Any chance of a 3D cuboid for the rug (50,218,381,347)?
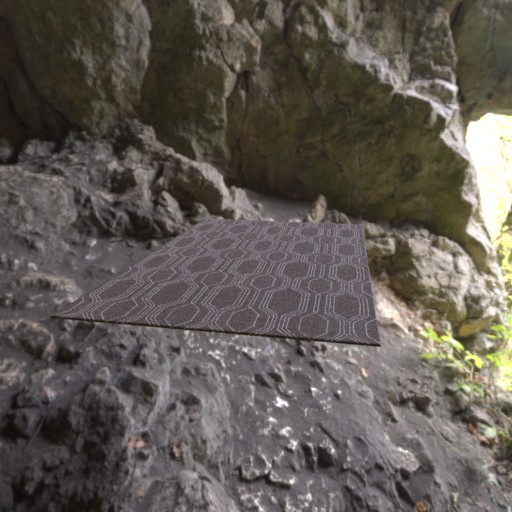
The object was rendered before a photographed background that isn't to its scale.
[{"bbox_3d":[0.000,0.000,3.140,1.541,0.012,2.457,3,16,11],"label":"rug"}]
